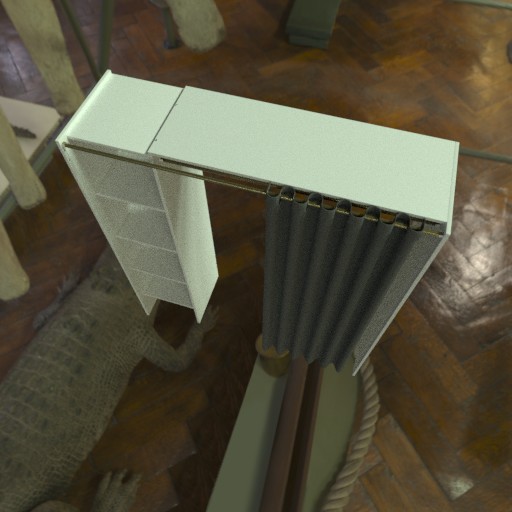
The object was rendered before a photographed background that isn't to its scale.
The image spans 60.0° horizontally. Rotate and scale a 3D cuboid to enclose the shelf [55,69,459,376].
[{"bbox_3d":[0.000,0.000,2.598,1.600,1.810,0.500,15,60,9],"label":"shelf"}]
